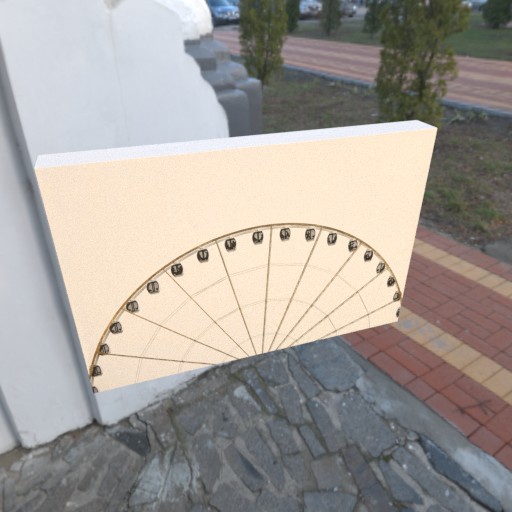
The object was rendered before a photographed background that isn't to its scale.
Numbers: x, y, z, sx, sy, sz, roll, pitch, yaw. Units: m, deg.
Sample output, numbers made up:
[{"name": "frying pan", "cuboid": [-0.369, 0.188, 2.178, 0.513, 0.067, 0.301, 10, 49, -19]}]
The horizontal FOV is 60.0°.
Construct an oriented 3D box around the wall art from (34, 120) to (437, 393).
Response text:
[{"name": "wall art", "cuboid": [0.000, 0.000, 0.483, 0.384, 0.254, 0.039, -10, 32, -16]}]
